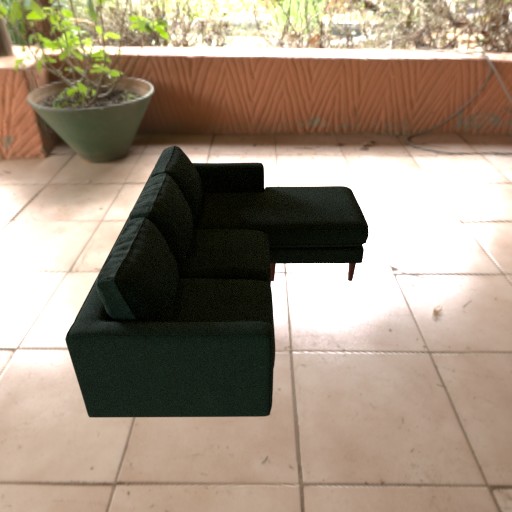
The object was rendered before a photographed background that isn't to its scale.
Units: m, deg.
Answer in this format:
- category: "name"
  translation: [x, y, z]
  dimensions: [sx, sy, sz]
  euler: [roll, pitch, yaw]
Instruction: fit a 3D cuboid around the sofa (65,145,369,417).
- category: "sofa"
  translation: [0.000, 0.000, 2.790]
  dimensions: [1.580, 0.899, 2.030]
  euler: [0, 32, 0]
